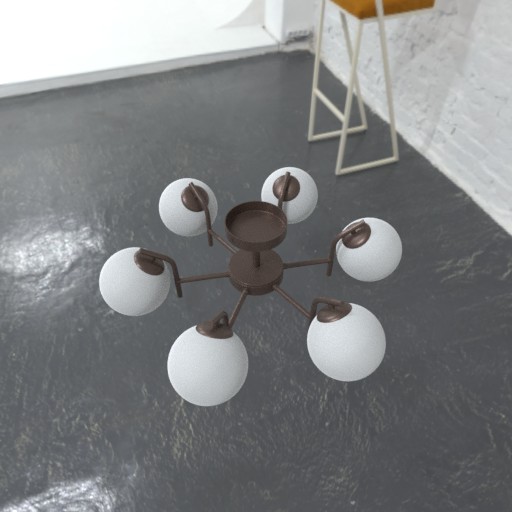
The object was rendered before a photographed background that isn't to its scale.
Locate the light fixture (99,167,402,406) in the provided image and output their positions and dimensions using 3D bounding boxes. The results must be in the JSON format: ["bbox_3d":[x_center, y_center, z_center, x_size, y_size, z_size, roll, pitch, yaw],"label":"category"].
[{"bbox_3d":[0.000,0.000,0.950,0.662,0.201,0.662,0,46,0],"label":"light fixture"}]
